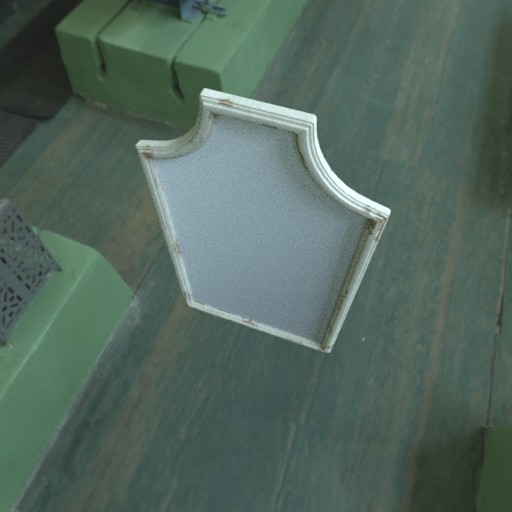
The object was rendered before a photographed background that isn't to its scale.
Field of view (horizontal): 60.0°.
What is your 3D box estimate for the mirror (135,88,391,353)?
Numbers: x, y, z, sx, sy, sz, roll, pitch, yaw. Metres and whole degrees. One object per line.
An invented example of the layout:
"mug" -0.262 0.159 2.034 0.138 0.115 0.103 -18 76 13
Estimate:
"mirror" 0.000 0.000 0.858 0.403 0.717 0.022 17 60 10
